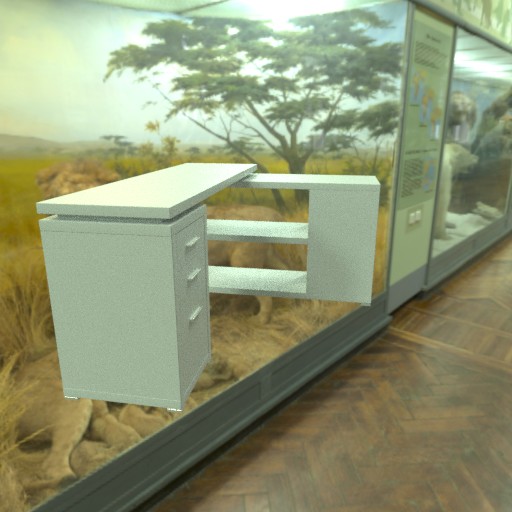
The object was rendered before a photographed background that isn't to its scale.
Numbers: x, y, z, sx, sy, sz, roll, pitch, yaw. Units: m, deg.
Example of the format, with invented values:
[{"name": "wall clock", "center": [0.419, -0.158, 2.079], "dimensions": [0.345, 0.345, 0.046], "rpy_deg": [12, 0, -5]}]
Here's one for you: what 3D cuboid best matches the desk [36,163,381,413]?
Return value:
[{"name": "desk", "center": [0.000, 0.000, 2.186], "dimensions": [1.200, 0.753, 1.524], "rpy_deg": [3, 17, 10]}]
